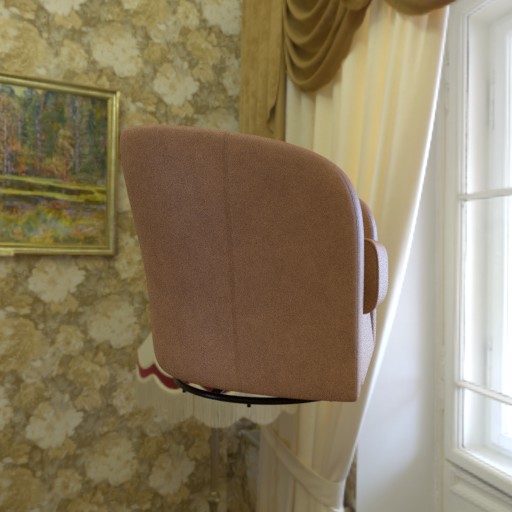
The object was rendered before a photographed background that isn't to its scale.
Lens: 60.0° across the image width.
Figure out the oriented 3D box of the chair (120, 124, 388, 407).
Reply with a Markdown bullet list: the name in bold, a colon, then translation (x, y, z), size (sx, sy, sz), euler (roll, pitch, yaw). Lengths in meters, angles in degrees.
- **chair**: translation (0.000, 0.000, 1.429), size (0.815, 0.771, 0.791), euler (0, 0, 18)
